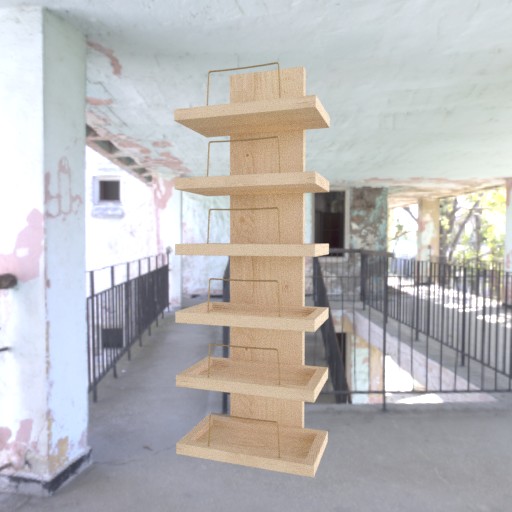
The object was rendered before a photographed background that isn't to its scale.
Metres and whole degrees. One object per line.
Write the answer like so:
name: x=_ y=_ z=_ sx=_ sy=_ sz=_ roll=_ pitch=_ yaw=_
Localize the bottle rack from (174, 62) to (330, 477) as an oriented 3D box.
bottle rack: x=0.000 y=0.000 z=1.082 sx=0.330 sy=0.943 sz=0.206 roll=1 pitch=2 yaw=19
